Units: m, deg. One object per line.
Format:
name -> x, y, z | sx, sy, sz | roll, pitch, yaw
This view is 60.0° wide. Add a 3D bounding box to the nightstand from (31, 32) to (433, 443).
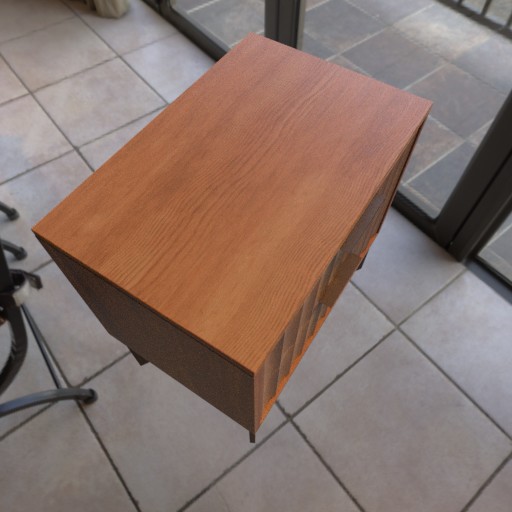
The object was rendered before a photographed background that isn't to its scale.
nightstand -> 0.000, 0.000, 1.013 | 0.427, 0.615, 0.613 | 29, 63, 17
